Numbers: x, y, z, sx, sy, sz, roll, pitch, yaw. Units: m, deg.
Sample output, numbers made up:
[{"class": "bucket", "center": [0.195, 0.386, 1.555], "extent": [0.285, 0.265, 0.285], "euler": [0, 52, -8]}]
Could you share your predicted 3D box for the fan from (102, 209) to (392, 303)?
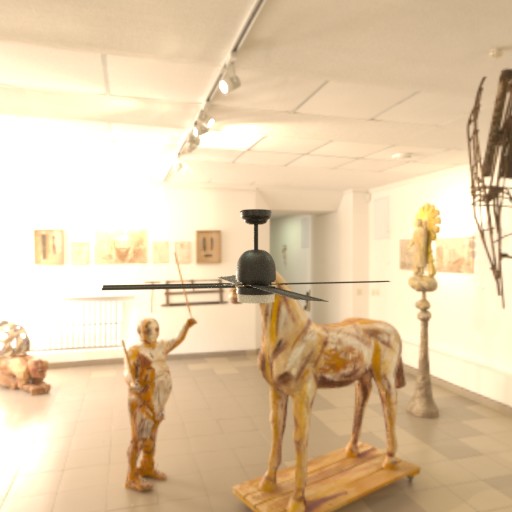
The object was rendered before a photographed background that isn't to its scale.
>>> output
[{"class": "fan", "center": [0.000, 0.000, 2.005], "extent": [1.319, 0.410, 1.319], "euler": [0, 1, -17]}]
